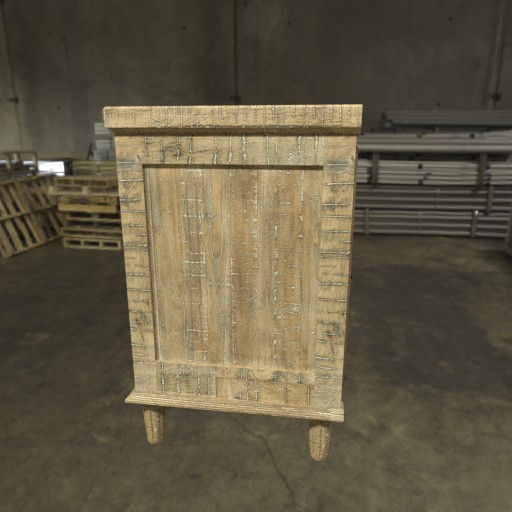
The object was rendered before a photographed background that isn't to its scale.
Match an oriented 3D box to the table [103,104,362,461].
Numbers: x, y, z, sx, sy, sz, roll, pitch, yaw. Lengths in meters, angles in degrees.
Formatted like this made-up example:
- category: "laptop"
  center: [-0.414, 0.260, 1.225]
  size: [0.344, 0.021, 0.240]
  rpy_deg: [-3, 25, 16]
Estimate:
- category: "table"
  center: [0.000, 0.000, 1.162]
  size: [0.457, 0.711, 0.686]
  rpy_deg: [2, 16, 8]
